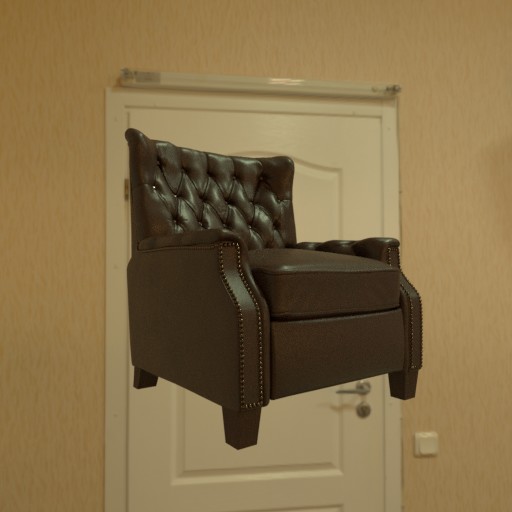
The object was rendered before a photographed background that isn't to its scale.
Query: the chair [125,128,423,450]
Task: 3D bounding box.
[{"bbox_3d":[0.000,0.000,1.466,0.709,0.864,0.823,1,-1,-36],"label":"chair"}]
